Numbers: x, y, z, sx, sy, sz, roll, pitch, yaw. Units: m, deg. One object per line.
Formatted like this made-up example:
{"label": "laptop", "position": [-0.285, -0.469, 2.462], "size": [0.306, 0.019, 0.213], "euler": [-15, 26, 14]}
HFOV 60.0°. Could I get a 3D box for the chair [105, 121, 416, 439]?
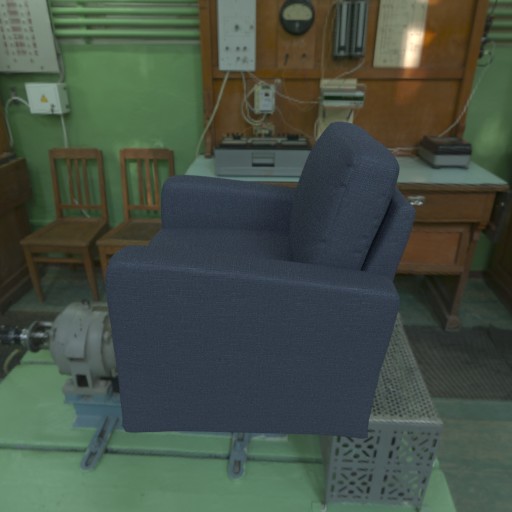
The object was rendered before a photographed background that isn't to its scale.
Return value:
{"label": "chair", "position": [0.000, 0.000, 1.533], "size": [0.863, 0.855, 0.798], "euler": [1, 27, 2]}
